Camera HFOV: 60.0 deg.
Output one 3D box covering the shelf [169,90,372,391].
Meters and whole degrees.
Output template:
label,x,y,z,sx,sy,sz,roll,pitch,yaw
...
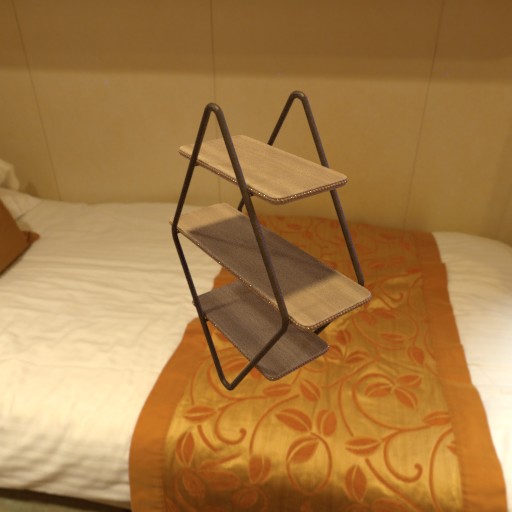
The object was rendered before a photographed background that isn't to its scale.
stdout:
label,x,y,z,sx,sy,sz,roll,pitch,yaw
shelf,0.000,0.000,1.119,0.234,0.774,0.609,-20,36,-30
